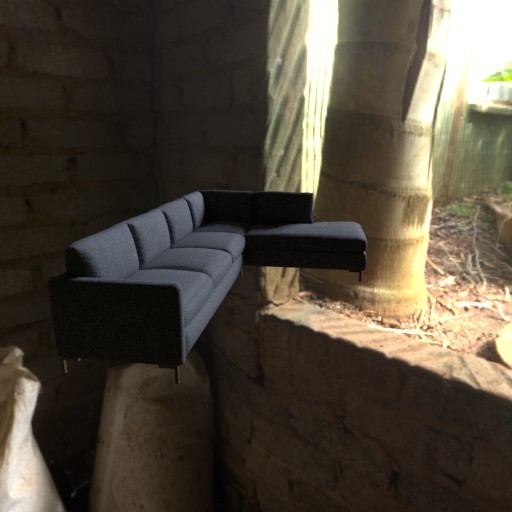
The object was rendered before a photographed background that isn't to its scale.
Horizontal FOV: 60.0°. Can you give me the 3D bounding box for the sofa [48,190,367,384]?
[{"bbox_3d":[0.000,0.000,3.843,2.007,0.815,2.949,2,15,9],"label":"sofa"}]
